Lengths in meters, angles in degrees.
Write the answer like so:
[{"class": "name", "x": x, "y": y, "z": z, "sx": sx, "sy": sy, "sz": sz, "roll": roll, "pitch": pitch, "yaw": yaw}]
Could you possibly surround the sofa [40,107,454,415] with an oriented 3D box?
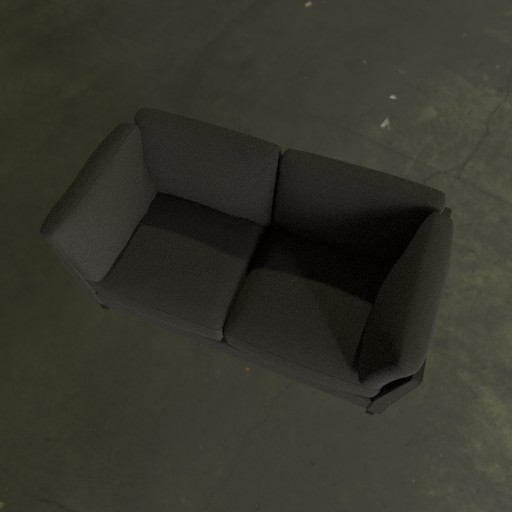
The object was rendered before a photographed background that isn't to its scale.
[{"class": "sofa", "x": 0.000, "y": 0.000, "z": 2.305, "sx": 1.751, "sy": 0.920, "sz": 0.969, "roll": 19, "pitch": 59, "yaw": 12}]
